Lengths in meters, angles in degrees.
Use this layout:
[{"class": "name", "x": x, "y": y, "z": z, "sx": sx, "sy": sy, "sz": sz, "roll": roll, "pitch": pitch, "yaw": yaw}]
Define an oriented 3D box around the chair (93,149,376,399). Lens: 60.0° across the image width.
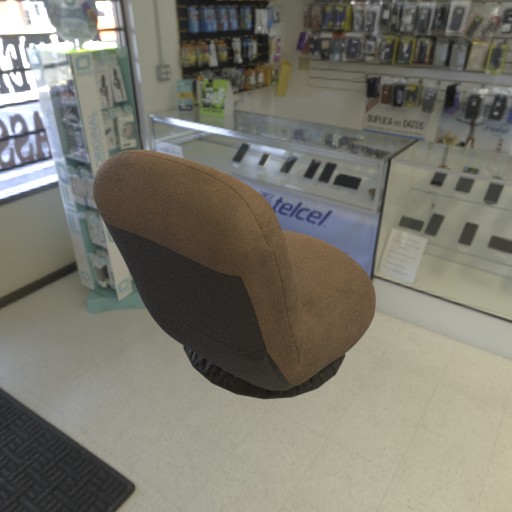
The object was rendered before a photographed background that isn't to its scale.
[{"class": "chair", "x": 0.000, "y": 0.000, "z": 1.056, "sx": 0.521, "sy": 0.594, "sz": 0.597, "roll": 21, "pitch": 36, "yaw": 32}]
